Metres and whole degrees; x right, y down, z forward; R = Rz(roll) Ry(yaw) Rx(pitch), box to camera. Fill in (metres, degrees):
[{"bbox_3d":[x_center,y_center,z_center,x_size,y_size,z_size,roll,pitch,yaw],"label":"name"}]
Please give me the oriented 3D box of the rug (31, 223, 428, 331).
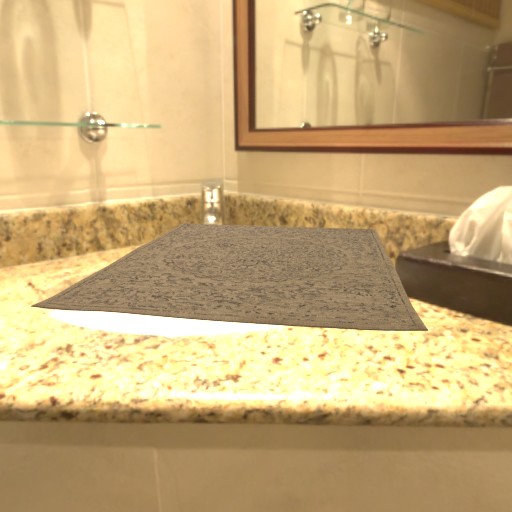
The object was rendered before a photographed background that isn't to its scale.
[{"bbox_3d":[0.000,0.000,3.937,2.343,0.026,2.925,2,15,9],"label":"rug"}]
